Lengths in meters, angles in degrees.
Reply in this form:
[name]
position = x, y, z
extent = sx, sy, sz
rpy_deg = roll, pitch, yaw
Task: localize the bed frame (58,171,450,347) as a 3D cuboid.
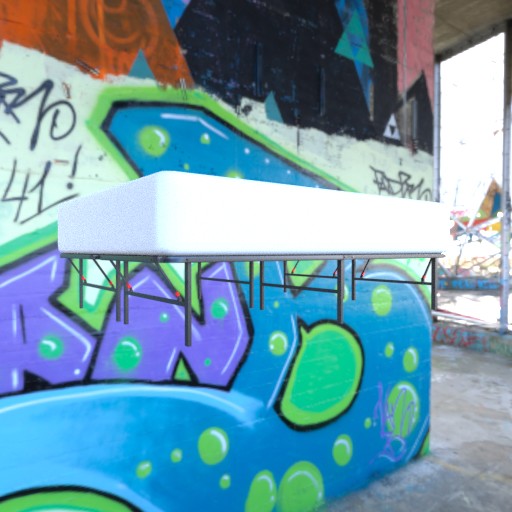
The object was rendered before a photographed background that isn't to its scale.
[bed frame]
position = 0.000, 0.000, 2.833
extent = 2.037, 0.677, 1.528
rpy_deg = -1, 1, -37
